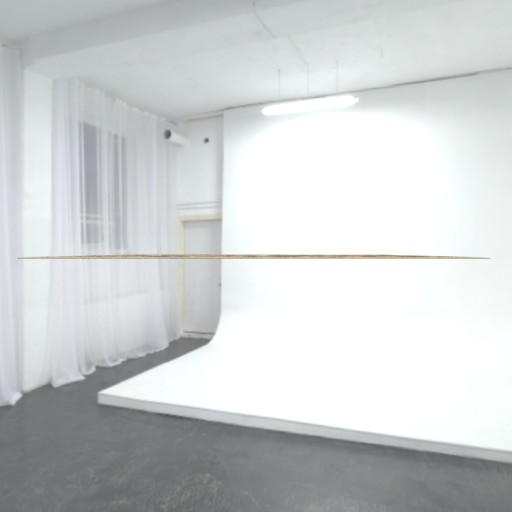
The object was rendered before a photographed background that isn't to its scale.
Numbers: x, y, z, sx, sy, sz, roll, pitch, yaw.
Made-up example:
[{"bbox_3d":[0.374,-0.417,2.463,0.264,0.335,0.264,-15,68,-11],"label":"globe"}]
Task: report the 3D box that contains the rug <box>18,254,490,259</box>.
[{"bbox_3d":[0.000,0.000,3.953,2.977,0.008,2.380,0,1,1],"label":"rug"}]
